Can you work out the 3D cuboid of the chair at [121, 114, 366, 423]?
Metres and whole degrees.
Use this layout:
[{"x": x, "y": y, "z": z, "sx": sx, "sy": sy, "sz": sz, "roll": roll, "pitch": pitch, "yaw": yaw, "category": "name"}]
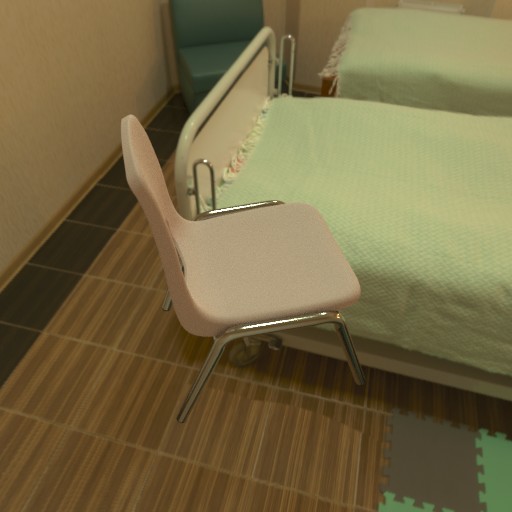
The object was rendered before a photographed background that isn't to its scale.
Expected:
[{"x": 0.000, "y": 0.000, "z": 0.877, "sx": 0.423, "sy": 0.586, "sz": 0.354, "roll": -10, "pitch": 46, "yaw": -10, "category": "chair"}]
